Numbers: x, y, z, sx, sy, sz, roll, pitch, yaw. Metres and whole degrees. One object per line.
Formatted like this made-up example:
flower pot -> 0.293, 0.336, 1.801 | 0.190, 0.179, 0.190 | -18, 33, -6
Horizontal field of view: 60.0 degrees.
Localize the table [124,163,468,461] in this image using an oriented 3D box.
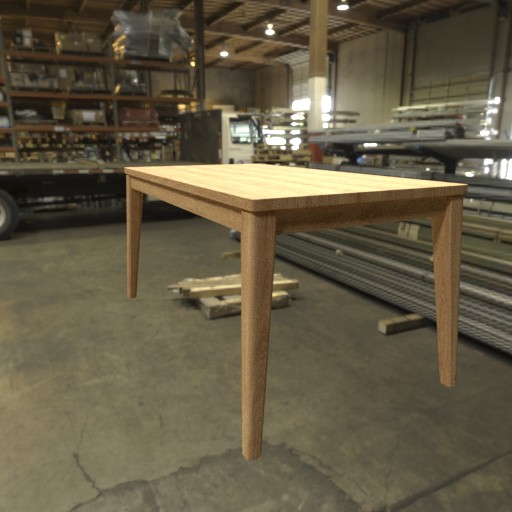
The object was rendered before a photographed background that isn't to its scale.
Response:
table -> 0.000, 0.000, 2.082 | 0.900, 0.760, 1.600 | -8, 17, -27
